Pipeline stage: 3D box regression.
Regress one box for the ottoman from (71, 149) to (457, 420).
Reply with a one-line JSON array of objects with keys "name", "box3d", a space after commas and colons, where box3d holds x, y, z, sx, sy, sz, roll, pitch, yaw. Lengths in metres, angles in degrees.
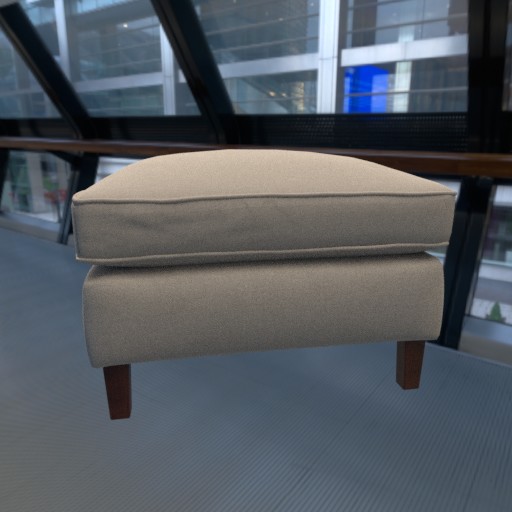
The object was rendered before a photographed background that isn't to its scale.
[{"name": "ottoman", "box3d": [0.000, 0.000, 0.976, 0.665, 0.456, 0.501, -3, 15, -10]}]
